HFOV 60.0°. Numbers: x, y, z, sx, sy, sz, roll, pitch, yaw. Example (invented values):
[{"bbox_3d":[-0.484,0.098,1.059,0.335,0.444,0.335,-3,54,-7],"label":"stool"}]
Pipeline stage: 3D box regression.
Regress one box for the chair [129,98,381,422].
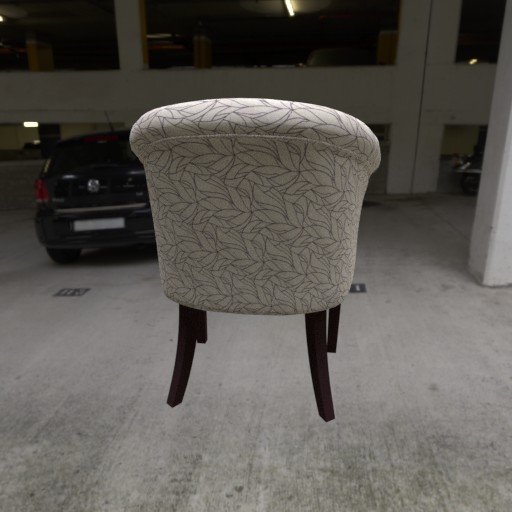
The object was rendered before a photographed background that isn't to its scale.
[{"bbox_3d":[0.000,0.000,1.314,0.686,0.858,0.613,2,17,8],"label":"chair"}]
